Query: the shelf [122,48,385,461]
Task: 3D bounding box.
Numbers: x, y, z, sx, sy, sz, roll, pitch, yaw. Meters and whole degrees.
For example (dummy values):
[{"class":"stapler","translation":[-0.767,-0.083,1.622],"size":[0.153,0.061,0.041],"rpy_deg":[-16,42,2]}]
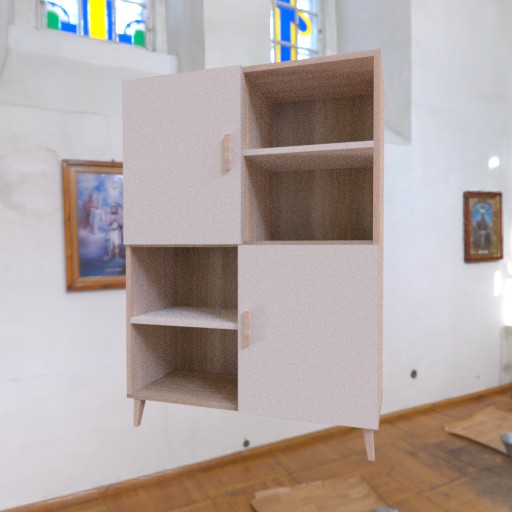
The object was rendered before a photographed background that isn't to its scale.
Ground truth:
[{"class":"shelf","translation":[0.000,0.000,1.823],"size":[0.995,1.405,0.434],"rpy_deg":[0,1,18]}]
